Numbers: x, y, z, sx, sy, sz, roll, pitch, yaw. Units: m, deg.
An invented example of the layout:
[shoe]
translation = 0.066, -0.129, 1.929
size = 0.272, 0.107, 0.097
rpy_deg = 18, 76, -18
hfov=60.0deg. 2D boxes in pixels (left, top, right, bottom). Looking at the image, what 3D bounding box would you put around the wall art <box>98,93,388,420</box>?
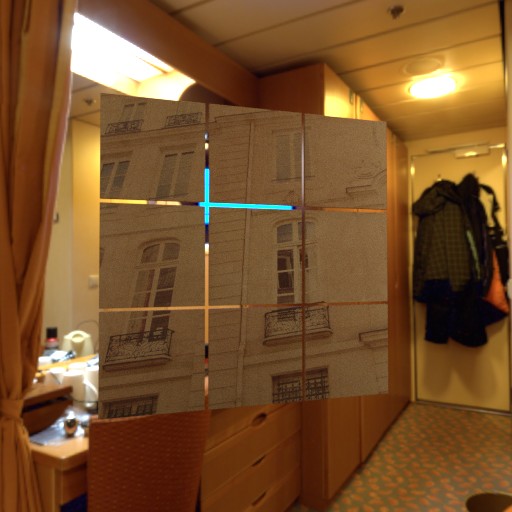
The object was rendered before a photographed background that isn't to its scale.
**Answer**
[wall art]
translation = 0.000, 0.000, 1.372
size = 0.915, 0.913, 0.018
rpy_deg = 0, -1, -16
